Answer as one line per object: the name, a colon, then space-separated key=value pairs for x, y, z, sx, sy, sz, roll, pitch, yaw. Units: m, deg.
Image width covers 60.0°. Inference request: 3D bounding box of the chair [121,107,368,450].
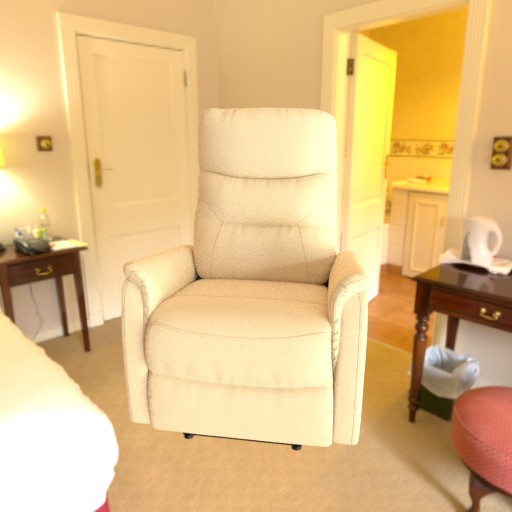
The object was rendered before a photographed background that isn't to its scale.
chair: x=0.000 y=0.000 z=1.653 sx=0.775 sy=1.082 sz=0.831 roll=2 pitch=15 yaw=9
